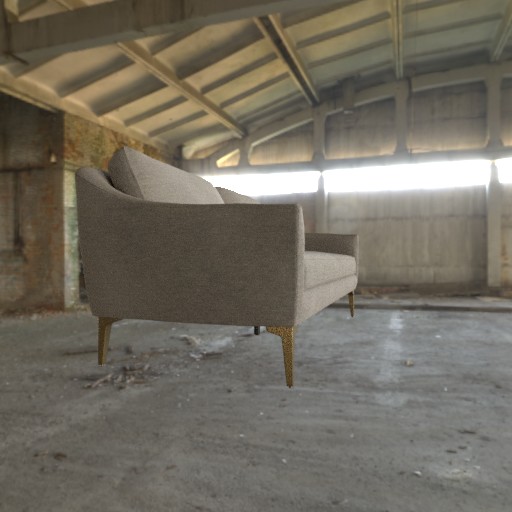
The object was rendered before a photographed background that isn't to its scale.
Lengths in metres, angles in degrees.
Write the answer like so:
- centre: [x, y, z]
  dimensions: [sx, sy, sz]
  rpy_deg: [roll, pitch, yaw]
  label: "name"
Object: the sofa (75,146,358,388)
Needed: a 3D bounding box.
- centre: [0.000, 0.000, 2.567]
  dimensions: [0.980, 0.913, 2.036]
  rpy_deg: [0, 0, 18]
  label: "sofa"
